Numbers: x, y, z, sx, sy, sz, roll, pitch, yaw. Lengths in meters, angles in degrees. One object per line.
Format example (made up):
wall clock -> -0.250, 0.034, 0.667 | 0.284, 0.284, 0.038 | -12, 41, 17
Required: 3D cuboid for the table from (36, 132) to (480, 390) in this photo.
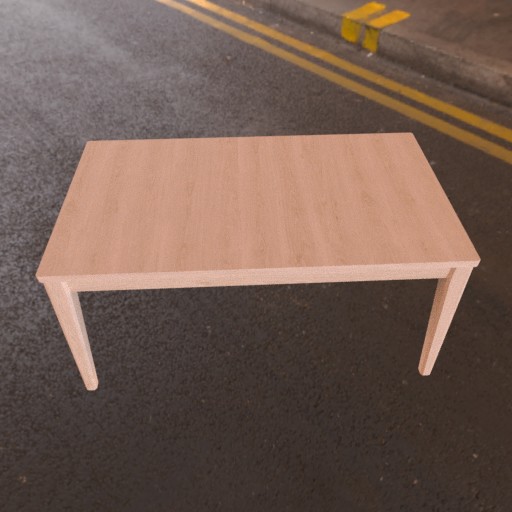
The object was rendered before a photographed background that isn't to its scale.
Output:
table -> 0.000, 0.000, 2.088 | 1.600, 0.760, 0.900 | -2, 47, -2
